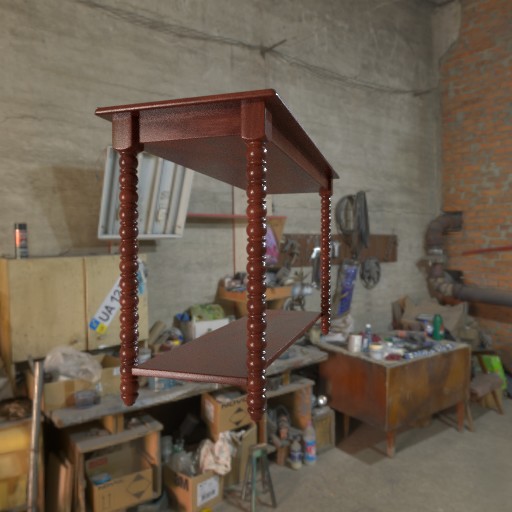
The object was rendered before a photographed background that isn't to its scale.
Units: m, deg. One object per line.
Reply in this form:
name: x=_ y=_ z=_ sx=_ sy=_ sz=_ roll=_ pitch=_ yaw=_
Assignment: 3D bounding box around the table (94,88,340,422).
table: x=0.000 y=0.000 z=1.576 sx=0.459 sy=0.740 sz=1.184 roll=0 pitch=1 yaw=17
